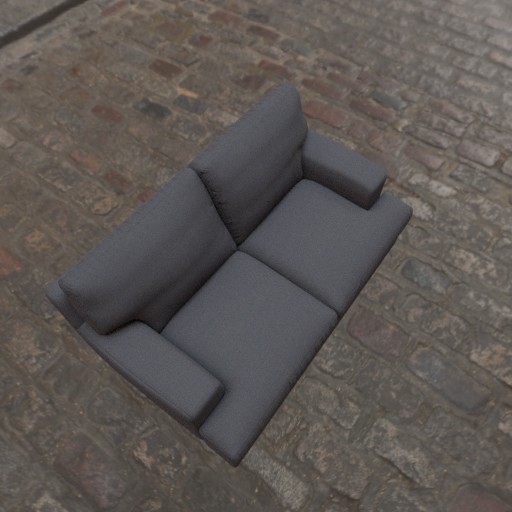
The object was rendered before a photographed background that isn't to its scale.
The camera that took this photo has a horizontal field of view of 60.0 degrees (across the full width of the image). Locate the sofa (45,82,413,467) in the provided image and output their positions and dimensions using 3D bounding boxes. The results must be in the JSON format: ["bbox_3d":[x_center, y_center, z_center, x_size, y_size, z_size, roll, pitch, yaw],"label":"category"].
[{"bbox_3d":[0.000,0.000,2.514,1.143,0.940,1.880,33,63,19],"label":"sofa"}]
